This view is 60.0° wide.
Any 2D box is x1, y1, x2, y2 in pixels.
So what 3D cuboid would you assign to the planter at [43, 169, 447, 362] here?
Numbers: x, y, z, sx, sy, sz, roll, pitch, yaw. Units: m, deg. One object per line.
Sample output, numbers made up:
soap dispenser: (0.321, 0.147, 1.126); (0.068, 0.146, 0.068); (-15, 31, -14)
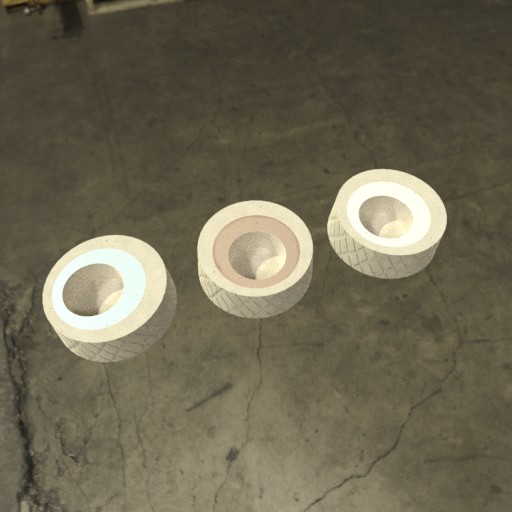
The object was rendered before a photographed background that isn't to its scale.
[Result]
planter: (0.000, 0.000, 0.426); (0.390, 0.038, 0.114); (-15, 59, -9)
